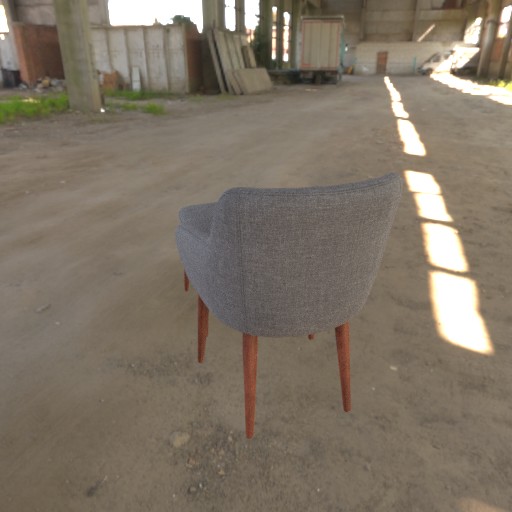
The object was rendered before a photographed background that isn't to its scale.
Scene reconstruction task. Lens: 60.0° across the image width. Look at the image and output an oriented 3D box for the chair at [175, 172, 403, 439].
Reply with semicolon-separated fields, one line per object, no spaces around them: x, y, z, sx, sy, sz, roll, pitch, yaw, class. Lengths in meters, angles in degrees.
0.000;0.000;1.604;0.584;0.799;1.107;-8;26;-17;chair
